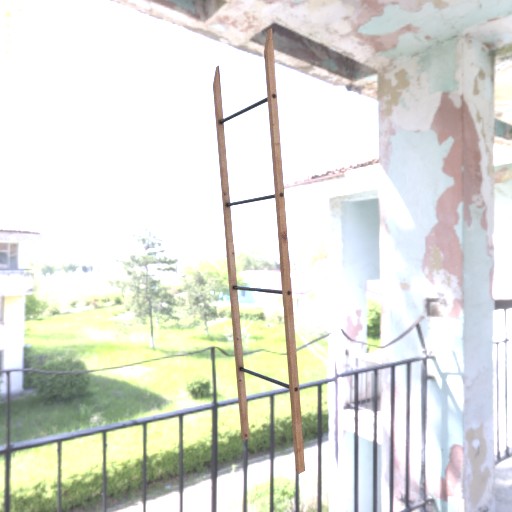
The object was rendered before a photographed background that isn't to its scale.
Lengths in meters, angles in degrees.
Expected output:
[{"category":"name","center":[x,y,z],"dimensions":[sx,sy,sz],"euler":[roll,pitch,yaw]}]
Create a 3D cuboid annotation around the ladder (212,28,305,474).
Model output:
[{"category":"ladder","center":[0.000,0.000,1.977],"dimensions":[0.200,1.805,0.442],"euler":[0,0,-35]}]
